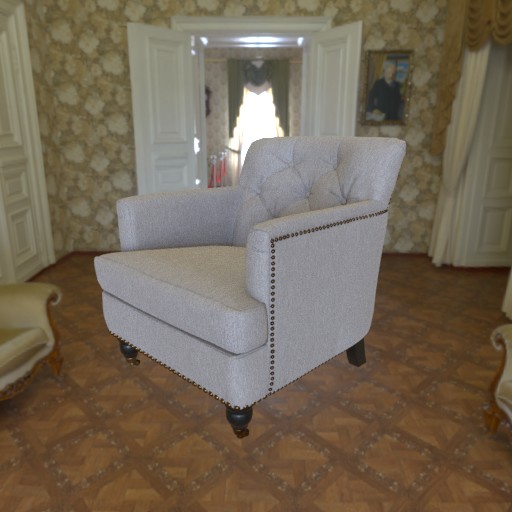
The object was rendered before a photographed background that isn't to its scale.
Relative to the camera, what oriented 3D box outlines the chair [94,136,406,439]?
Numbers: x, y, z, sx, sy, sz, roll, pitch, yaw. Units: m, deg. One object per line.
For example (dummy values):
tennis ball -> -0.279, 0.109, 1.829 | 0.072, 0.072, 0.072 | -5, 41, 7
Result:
chair -> 0.000, 0.000, 1.581 | 0.737, 0.823, 0.902 | 14, 21, 42
